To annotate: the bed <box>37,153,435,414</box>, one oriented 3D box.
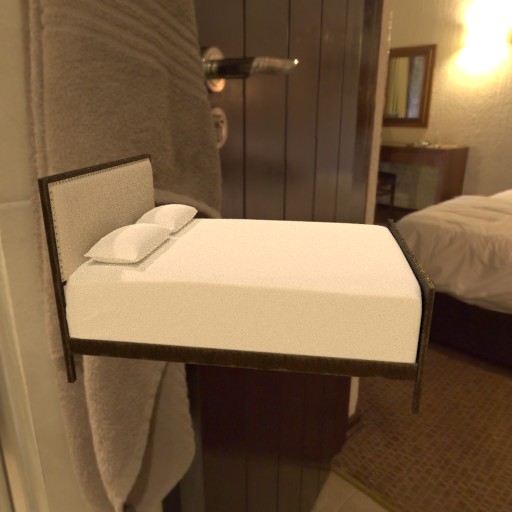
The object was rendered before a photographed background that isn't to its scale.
[{"bbox_3d":[0.000,0.000,3.264,2.221,1.313,1.607,3,18,8],"label":"bed"}]
